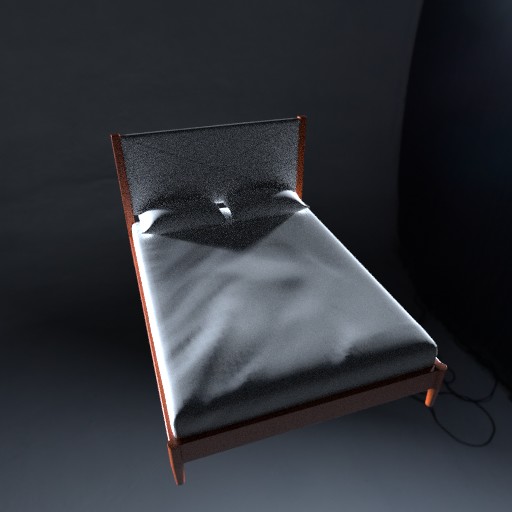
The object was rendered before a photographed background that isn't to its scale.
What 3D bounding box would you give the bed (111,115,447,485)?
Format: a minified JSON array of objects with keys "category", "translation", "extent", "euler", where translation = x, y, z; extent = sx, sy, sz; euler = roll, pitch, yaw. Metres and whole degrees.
[{"category":"bed","translation":[0.000,0.000,2.960],"extent":[1.566,1.165,2.117],"euler":[-10,35,-15]}]
